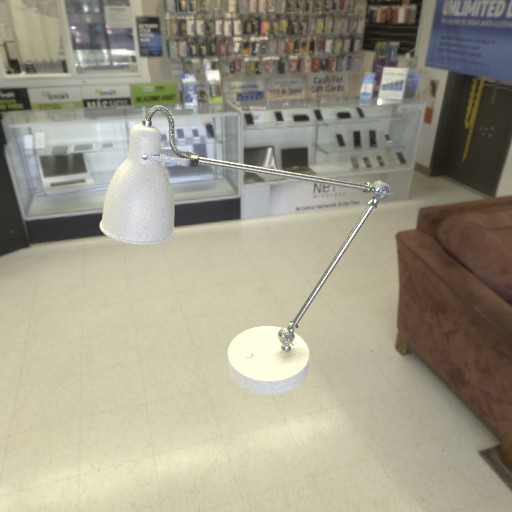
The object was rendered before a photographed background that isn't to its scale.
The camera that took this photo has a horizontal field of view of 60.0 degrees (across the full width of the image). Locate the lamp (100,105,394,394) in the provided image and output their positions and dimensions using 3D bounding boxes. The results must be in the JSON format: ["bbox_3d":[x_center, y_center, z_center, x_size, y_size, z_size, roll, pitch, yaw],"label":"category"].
[{"bbox_3d":[0.000,0.000,0.882,0.561,0.587,0.187,-8,30,-14],"label":"lamp"}]
